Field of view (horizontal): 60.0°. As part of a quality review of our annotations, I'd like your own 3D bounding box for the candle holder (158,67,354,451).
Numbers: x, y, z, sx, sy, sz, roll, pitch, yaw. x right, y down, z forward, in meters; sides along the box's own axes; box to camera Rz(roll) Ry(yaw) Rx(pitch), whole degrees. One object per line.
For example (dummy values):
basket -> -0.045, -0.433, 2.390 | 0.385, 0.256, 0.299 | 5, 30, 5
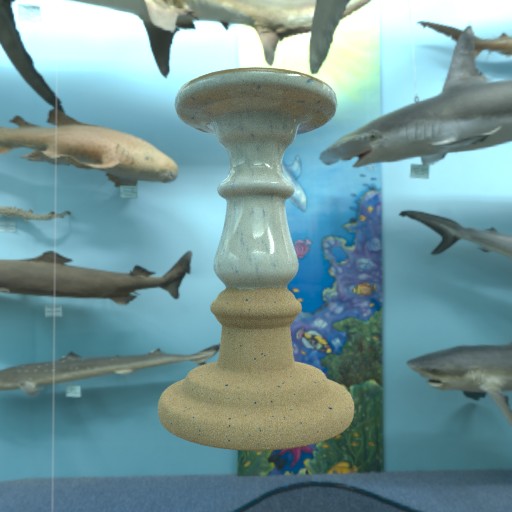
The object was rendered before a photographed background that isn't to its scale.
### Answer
candle holder -> 0.000, 0.000, 0.286 | 0.123, 0.202, 0.123 | 0, -1, 0
